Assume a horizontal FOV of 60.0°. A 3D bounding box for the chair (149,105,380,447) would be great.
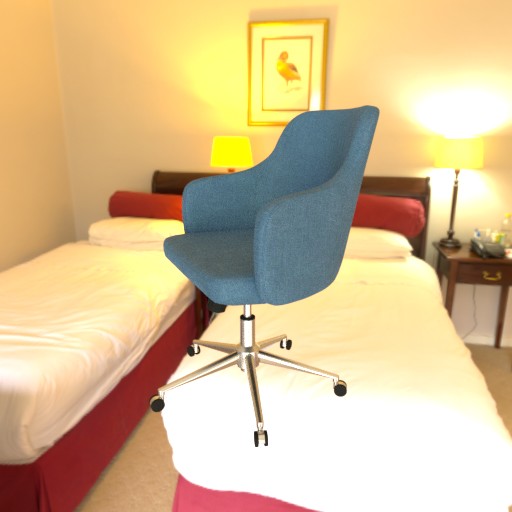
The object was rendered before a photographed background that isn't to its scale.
[{"bbox_3d":[0.000,0.000,1.272,0.655,0.820,0.599,-7,16,-24],"label":"chair"}]
